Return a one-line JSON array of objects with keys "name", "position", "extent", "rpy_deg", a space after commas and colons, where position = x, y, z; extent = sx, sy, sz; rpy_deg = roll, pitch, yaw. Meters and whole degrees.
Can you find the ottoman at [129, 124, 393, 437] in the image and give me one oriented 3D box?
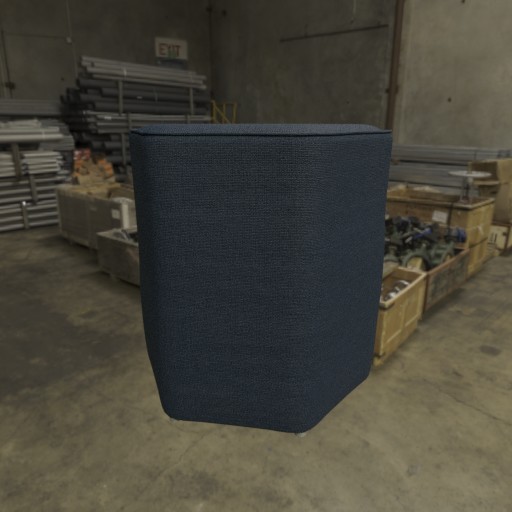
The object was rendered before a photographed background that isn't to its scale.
[{"name": "ottoman", "position": [0.000, 0.000, 0.885], "extent": [0.454, 0.505, 0.492], "rpy_deg": [16, 23, 42]}]
